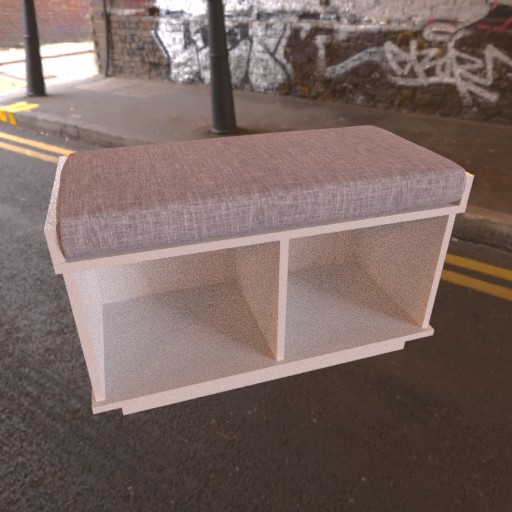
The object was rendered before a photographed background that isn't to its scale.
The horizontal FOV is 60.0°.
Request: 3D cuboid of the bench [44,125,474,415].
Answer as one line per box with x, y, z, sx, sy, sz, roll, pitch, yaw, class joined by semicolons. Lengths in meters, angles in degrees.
0.000;0.000;0.961;0.734;0.461;0.362;-9;32;-15;bench
